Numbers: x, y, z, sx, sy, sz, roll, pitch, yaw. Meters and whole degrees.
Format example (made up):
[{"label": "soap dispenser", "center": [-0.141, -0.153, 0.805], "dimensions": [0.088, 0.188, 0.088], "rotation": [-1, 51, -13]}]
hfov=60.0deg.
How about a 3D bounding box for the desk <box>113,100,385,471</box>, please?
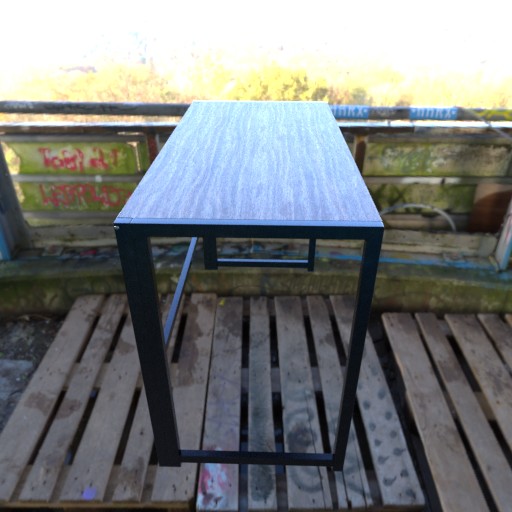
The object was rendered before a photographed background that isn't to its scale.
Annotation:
[{"label": "desk", "center": [0.000, 0.000, 1.456], "dimensions": [0.508, 0.762, 1.016], "rotation": [1, 32, 1]}]
